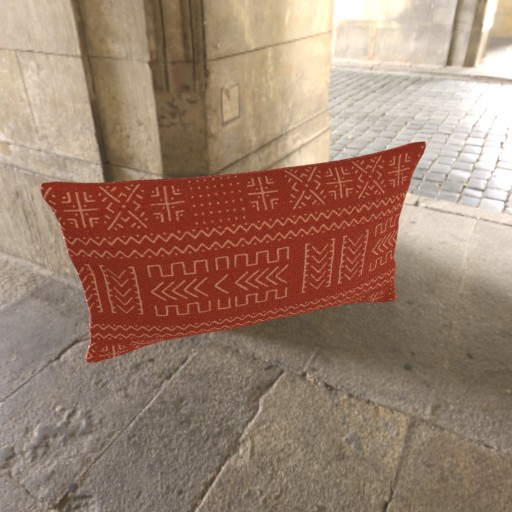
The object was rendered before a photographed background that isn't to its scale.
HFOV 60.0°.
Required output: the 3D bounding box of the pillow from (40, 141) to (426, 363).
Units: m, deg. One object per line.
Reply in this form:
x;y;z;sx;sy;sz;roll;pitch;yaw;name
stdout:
0.000;0.000;0.785;0.640;0.352;0.130;-9;33;-15;pillow
